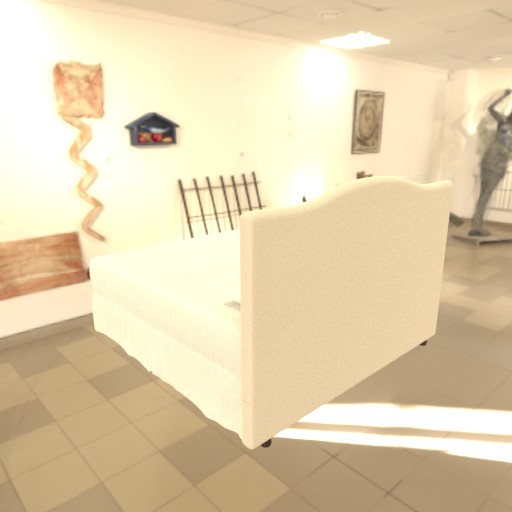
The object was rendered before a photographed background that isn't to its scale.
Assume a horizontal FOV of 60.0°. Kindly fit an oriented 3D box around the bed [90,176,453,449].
[{"bbox_3d":[0.000,0.000,3.597,2.083,1.421,2.182,-14,21,-41],"label":"bed"}]
